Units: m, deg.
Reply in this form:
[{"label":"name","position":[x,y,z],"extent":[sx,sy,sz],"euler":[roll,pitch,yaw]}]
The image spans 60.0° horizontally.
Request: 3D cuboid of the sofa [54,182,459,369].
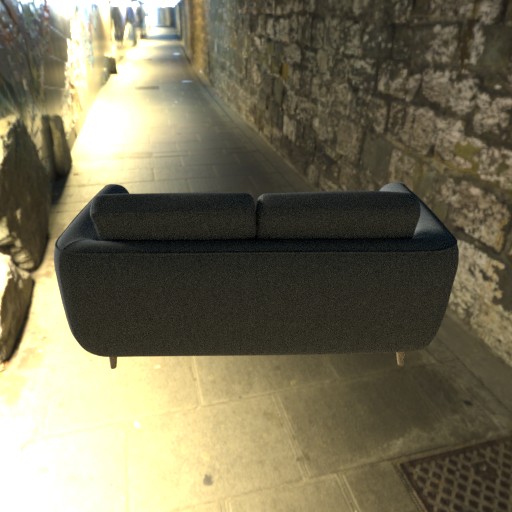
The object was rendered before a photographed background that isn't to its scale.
[{"label":"sofa","position":[0.000,0.000,2.207],"extent":[1.700,0.870,0.920],"euler":[0,29,-1]}]
